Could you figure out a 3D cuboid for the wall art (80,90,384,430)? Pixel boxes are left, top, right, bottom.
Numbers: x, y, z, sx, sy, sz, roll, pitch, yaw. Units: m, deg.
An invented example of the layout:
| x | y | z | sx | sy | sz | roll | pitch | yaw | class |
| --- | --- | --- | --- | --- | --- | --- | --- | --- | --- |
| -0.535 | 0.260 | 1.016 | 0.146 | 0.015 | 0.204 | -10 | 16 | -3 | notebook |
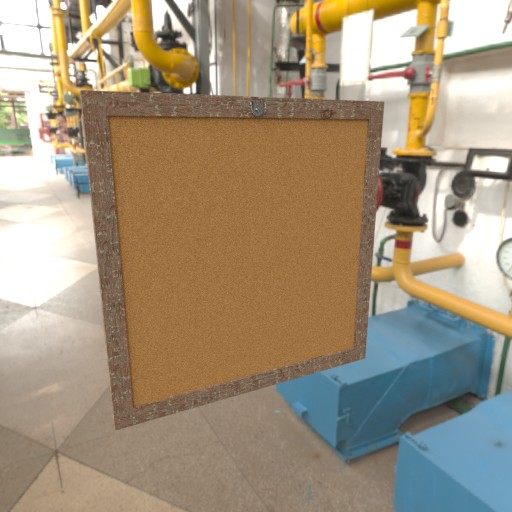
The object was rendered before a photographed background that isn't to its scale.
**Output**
| x | y | z | sx | sy | sz | roll | pitch | yaw | class |
| --- | --- | --- | --- | --- | --- | --- | --- | --- | --- |
| 0.000 | 0.000 | 0.568 | 0.384 | 0.384 | 0.012 | -8 | 18 | -26 | wall art |
